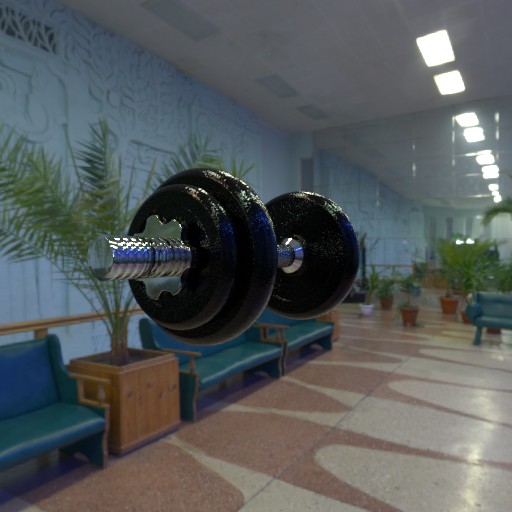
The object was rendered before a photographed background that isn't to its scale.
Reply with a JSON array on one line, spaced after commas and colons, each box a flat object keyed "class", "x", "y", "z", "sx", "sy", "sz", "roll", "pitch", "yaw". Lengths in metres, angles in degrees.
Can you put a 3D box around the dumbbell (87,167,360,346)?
[{"class": "dumbbell", "x": 0.000, "y": 0.000, "z": 0.603, "sx": 0.202, "sy": 0.202, "sz": 0.497, "roll": 0, "pitch": 1, "yaw": 34}]
